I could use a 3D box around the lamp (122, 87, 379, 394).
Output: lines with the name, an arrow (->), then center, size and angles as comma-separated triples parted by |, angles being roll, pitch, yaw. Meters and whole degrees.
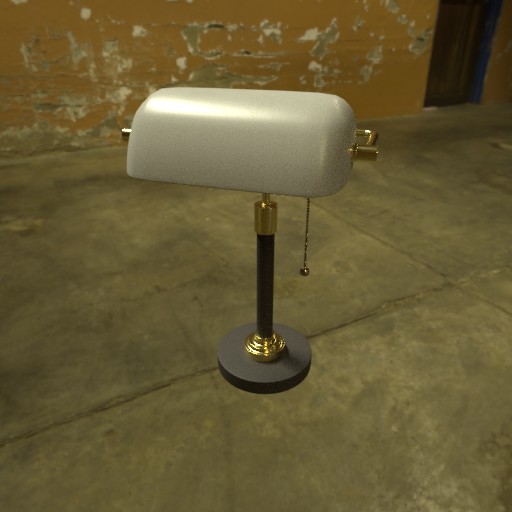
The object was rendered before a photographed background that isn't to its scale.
lamp -> 0.000, 0.000, 0.559 | 0.269, 0.404, 0.227 | 8, 28, 16
